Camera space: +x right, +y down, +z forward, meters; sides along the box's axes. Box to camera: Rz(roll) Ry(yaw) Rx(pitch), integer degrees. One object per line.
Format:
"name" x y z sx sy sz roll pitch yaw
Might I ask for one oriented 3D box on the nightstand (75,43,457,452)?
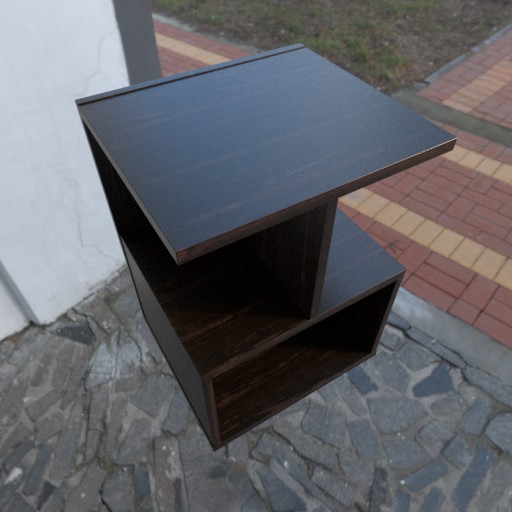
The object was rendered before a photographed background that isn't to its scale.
"nightstand" 0.000 0.000 0.813 0.400 0.559 0.356 -24 51 -21
